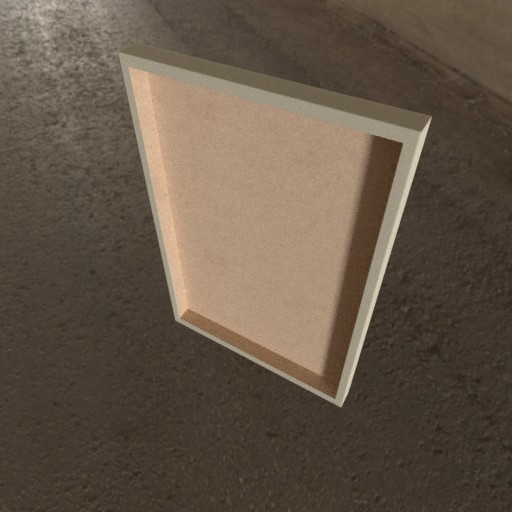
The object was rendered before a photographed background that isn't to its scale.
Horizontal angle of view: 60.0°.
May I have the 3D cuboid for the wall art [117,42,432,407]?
[{"bbox_3d":[0.000,0.000,0.756,0.418,0.608,0.038,23,49,21],"label":"wall art"}]
